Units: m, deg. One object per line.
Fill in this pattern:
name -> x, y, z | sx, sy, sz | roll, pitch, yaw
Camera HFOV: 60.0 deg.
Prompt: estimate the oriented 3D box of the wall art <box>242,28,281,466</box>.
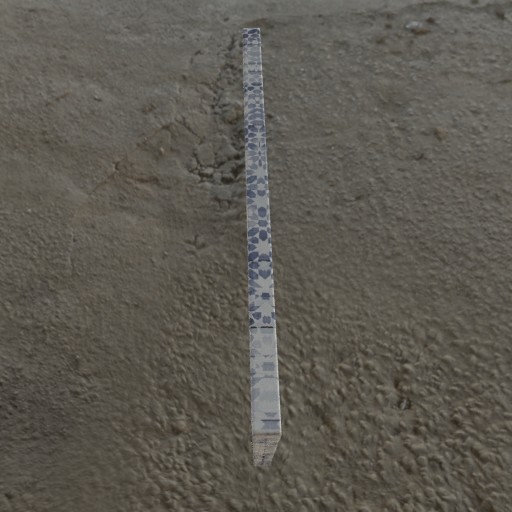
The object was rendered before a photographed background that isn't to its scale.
wall art -> 0.000, 0.000, 0.737 | 0.030, 0.406, 0.608 | -1, 61, -1
